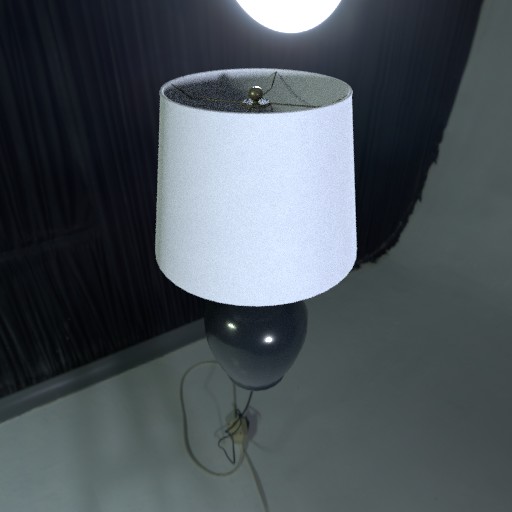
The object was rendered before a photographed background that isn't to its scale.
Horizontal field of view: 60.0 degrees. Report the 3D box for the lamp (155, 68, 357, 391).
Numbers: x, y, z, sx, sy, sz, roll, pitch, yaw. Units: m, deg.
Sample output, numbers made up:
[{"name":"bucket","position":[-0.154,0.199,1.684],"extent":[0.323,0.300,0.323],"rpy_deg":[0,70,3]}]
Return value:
[{"name":"lamp","position":[0.000,0.000,0.547],"extent":[0.239,0.399,0.239],"rpy_deg":[0,33,0]}]
